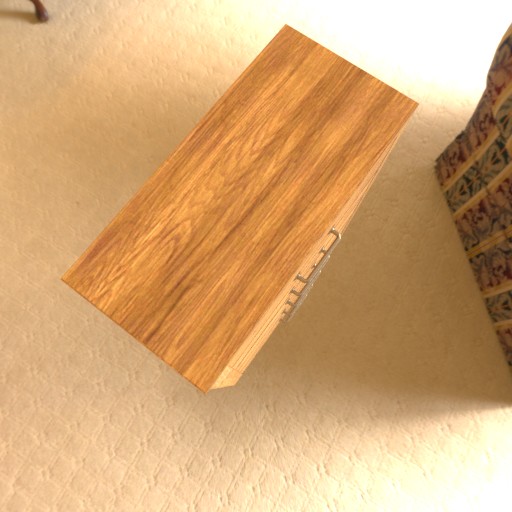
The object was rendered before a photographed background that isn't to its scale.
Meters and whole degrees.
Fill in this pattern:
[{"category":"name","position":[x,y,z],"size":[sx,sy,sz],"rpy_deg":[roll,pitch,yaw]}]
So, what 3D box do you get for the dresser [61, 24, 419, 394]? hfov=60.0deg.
[{"category":"dresser","position":[0.000,0.000,1.988],"size":[0.558,1.431,1.081],"rpy_deg":[36,77,9]}]
